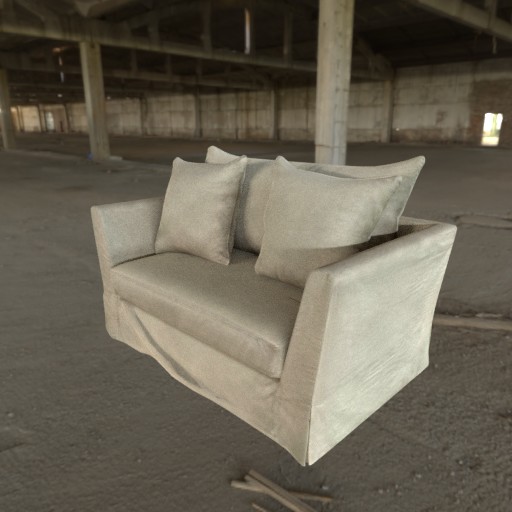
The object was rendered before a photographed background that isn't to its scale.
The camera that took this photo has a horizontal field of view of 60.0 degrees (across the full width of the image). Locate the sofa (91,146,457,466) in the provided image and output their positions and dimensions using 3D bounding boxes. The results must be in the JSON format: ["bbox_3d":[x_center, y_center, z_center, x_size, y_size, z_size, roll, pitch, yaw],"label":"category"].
[{"bbox_3d":[0.000,0.000,2.266,1.608,1.040,1.035,16,23,42],"label":"sofa"}]
